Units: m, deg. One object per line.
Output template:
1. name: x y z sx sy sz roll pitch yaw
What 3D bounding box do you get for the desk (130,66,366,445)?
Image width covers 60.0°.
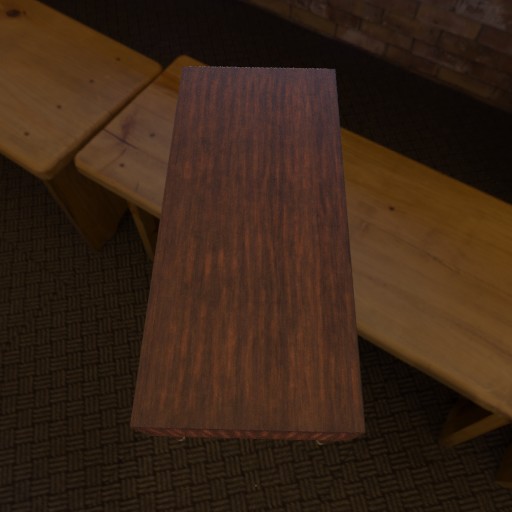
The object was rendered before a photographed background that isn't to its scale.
1. desk: 0.000 0.000 2.034 0.724 0.762 1.575 1 63 1
